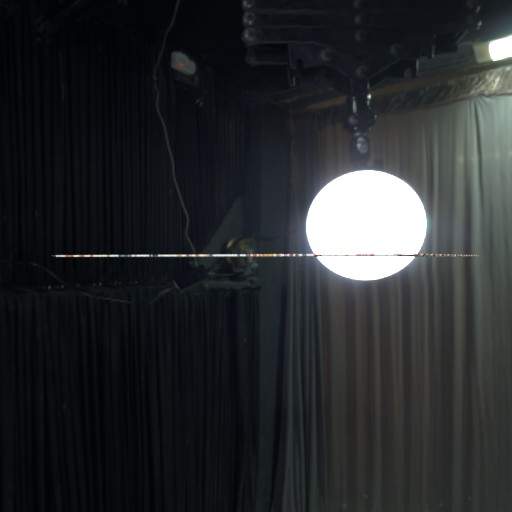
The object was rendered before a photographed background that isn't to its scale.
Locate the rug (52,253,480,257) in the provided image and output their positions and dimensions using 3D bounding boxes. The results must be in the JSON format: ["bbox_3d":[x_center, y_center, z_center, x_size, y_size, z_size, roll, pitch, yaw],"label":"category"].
[{"bbox_3d":[0.000,0.000,3.083,2.584,0.010,1.523,0,0,35],"label":"rug"}]
